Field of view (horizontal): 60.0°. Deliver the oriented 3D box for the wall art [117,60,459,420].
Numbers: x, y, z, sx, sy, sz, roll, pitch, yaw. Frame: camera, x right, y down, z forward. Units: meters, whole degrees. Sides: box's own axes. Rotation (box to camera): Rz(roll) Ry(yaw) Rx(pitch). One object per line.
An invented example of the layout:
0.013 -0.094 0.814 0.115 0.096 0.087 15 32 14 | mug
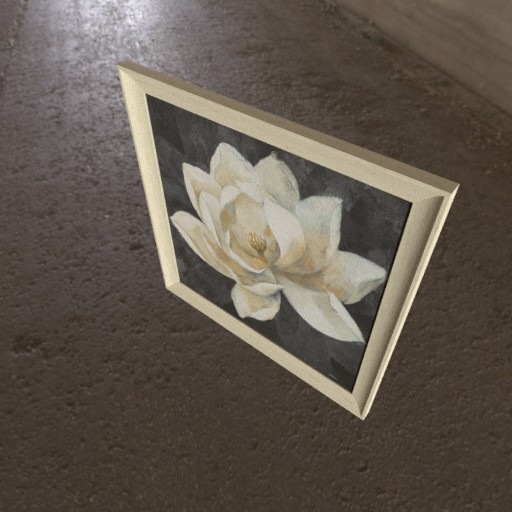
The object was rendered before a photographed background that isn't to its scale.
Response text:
0.000 0.000 1.468 1.016 1.016 0.045 29 52 26 | wall art
